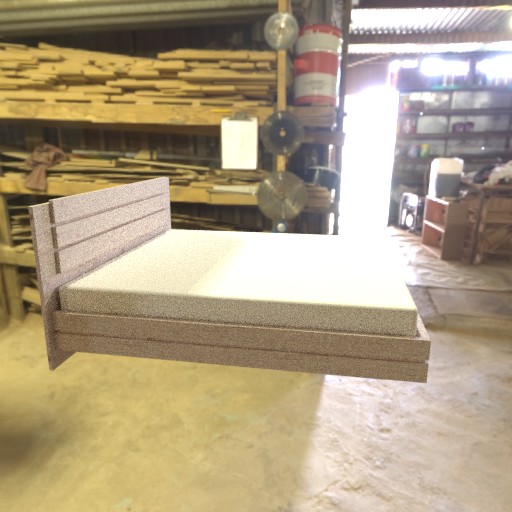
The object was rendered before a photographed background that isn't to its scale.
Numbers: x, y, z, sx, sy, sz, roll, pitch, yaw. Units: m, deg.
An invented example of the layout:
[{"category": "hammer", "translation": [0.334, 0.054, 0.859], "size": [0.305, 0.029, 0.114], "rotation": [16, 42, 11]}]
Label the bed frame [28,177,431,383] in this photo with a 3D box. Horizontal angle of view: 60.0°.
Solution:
[{"category": "bed frame", "translation": [0.000, 0.000, 3.197], "size": [2.080, 0.970, 1.950], "rotation": [3, 15, 10]}]
